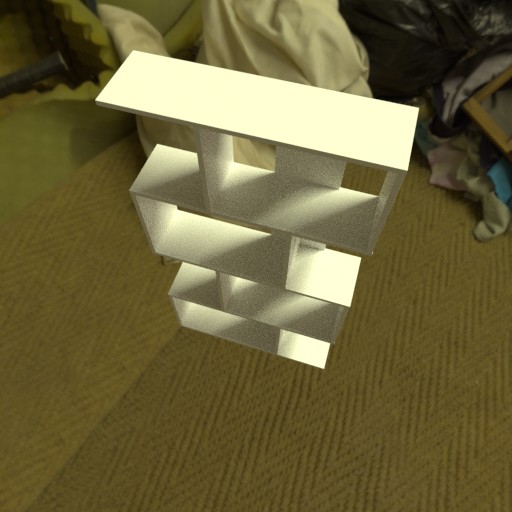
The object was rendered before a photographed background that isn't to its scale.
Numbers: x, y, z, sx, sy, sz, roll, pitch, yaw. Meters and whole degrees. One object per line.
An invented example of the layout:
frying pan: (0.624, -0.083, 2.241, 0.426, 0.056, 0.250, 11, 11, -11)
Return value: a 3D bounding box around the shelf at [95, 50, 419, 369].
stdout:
shelf: (0.000, 0.000, 1.965, 0.890, 1.650, 0.250, 15, 60, 9)
